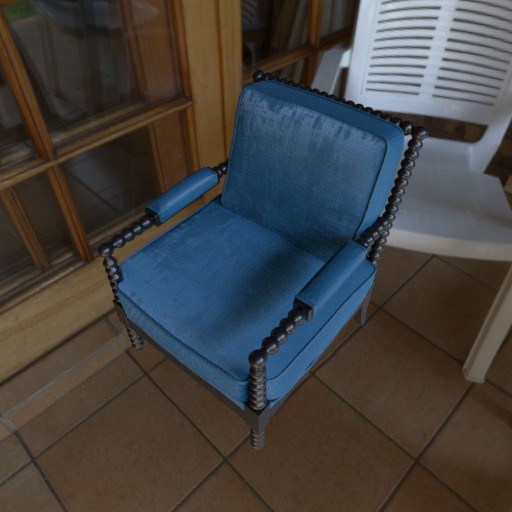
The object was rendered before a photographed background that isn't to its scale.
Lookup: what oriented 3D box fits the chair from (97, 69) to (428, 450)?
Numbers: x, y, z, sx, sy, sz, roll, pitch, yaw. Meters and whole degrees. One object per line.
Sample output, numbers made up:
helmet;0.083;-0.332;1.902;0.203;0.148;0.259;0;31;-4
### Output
chair;0.000;0.000;1.484;0.688;0.857;0.805;30;53;26
